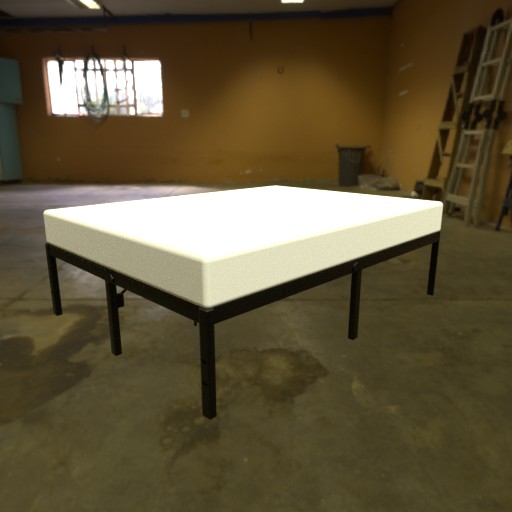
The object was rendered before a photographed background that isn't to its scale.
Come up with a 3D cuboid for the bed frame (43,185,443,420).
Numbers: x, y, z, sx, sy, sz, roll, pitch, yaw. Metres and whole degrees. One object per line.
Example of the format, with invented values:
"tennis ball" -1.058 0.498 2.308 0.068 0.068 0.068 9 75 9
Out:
"bed frame" 0.000 0.000 2.880 1.557 0.659 2.072 14 20 43
